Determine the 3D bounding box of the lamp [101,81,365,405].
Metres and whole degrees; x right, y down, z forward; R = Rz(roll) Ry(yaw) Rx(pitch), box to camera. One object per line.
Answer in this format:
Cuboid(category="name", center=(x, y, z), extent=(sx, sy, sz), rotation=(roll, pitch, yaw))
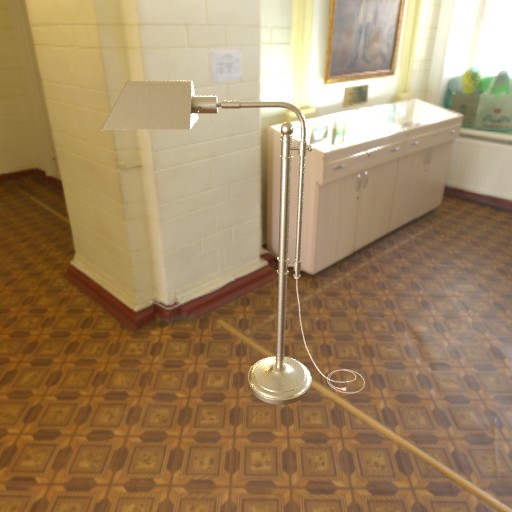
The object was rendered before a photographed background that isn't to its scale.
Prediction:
Cuboid(category="lamp", center=(0.000, 0.000, 0.959), extent=(0.546, 0.708, 0.159), rotation=(0, 27, 1))
